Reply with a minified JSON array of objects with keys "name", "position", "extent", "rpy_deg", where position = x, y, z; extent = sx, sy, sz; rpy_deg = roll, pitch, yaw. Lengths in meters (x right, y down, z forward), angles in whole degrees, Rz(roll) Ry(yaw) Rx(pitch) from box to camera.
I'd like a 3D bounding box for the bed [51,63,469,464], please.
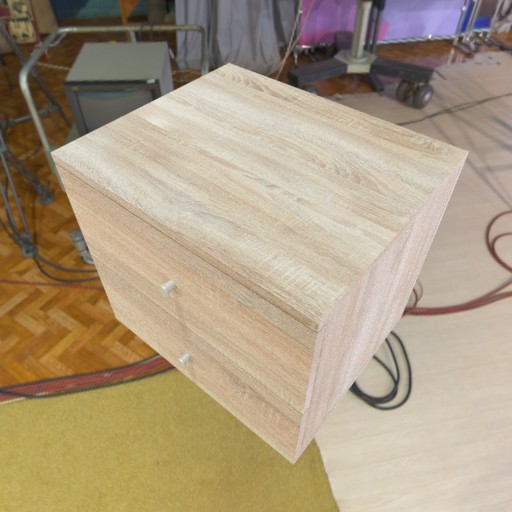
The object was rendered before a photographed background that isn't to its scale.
[{"name":"bed","position":[0.000,0.000,0.781],"extent":[0.460,0.420,0.401],"rpy_deg":[31,54,26]}]
